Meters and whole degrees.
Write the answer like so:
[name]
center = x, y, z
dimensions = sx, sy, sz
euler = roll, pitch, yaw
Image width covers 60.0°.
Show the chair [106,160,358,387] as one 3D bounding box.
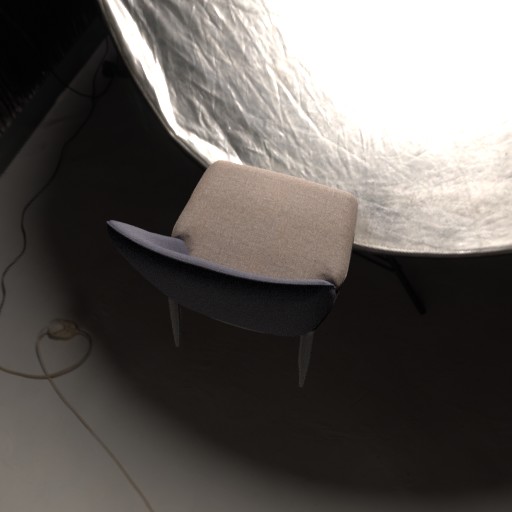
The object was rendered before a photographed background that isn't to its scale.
[chair]
center = 0.000, 0.000, 1.171
dimensions = 0.480, 0.839, 0.551
euler = 16, 63, 8
